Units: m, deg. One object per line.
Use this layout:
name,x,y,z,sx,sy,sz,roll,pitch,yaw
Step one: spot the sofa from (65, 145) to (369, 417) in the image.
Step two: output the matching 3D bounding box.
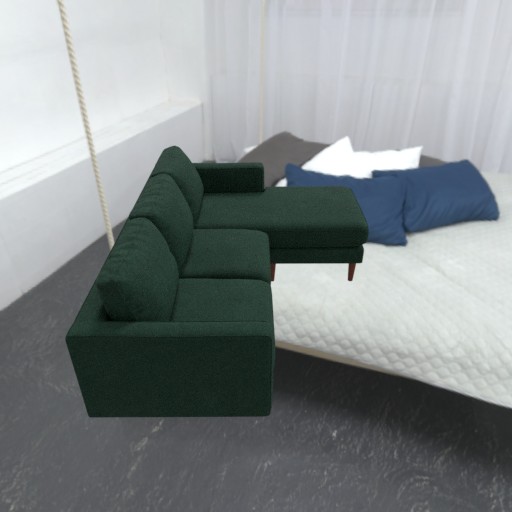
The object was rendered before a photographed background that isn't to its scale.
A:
sofa,0.000,0.000,2.790,1.580,0.899,2.030,0,32,0
